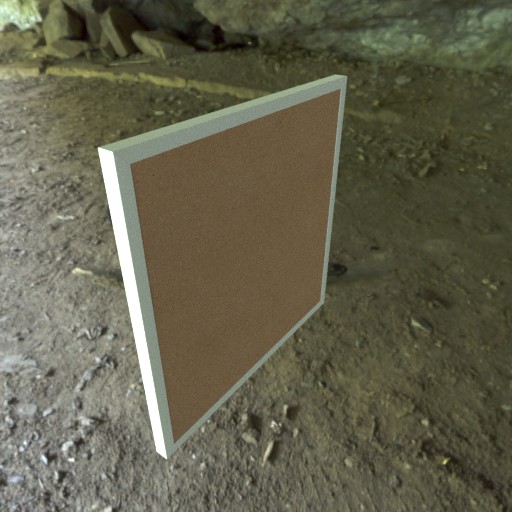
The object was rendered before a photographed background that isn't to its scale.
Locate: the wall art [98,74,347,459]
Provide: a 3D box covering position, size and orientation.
[{"bbox_3d":[0.000,0.000,1.130,0.036,0.760,0.760,22,38,31],"label":"wall art"}]
